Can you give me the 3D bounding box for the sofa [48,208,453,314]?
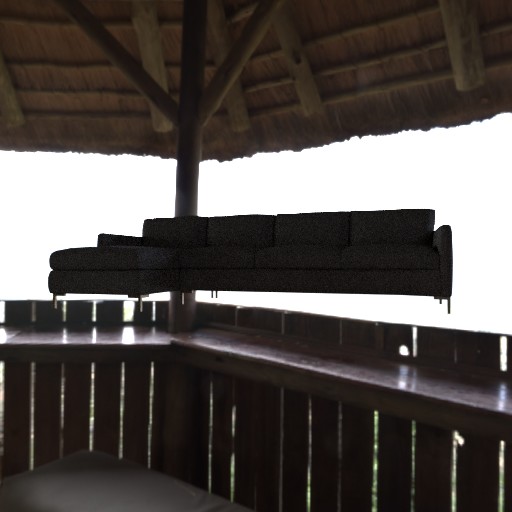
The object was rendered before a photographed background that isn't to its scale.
[{"bbox_3d":[0.000,0.000,3.553,2.932,0.810,1.350,0,-1,18],"label":"sofa"}]
